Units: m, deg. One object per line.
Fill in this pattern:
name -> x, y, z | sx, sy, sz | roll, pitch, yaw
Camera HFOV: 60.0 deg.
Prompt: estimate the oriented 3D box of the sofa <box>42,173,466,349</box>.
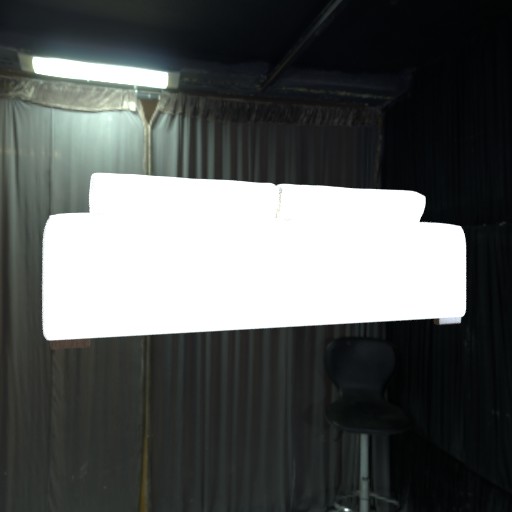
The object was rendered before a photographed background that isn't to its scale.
sofa -> 0.000, 0.000, 2.714 | 2.262, 0.801, 1.070 | 0, 0, -19
